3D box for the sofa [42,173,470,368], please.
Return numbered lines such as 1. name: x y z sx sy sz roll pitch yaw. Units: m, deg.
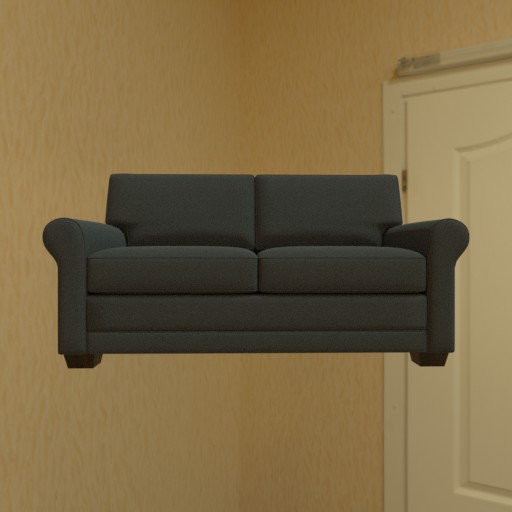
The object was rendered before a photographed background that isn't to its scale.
1. sofa: 0.000 0.000 2.439 1.930 1.020 0.940 0 0 -1
